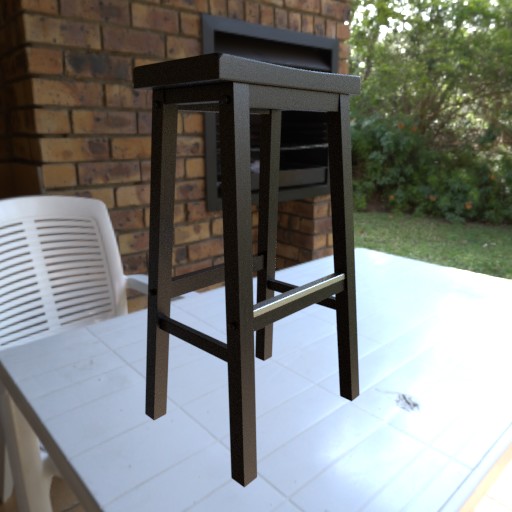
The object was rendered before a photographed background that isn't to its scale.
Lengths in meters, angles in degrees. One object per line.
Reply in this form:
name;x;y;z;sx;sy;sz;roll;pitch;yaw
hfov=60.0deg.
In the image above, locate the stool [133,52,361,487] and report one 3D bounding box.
stool;0.000;0.000;0.961;0.322;0.742;0.406;14;21;41
